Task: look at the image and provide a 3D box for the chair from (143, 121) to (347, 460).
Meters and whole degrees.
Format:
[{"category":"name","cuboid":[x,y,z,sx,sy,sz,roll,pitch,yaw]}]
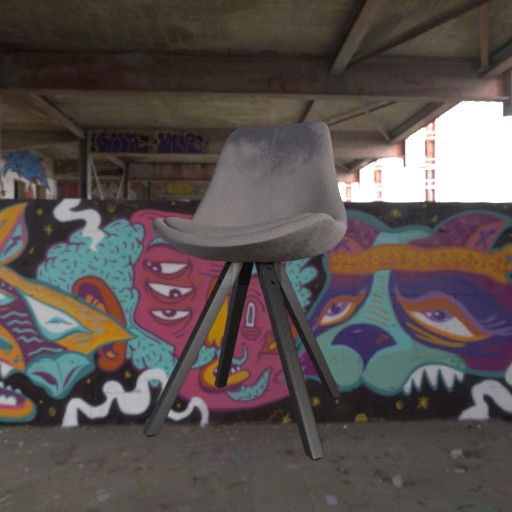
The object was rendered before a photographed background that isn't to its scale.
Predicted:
[{"category":"chair","cuboid":[0.000,0.000,1.193,0.476,0.850,0.550,0,0,17]}]
